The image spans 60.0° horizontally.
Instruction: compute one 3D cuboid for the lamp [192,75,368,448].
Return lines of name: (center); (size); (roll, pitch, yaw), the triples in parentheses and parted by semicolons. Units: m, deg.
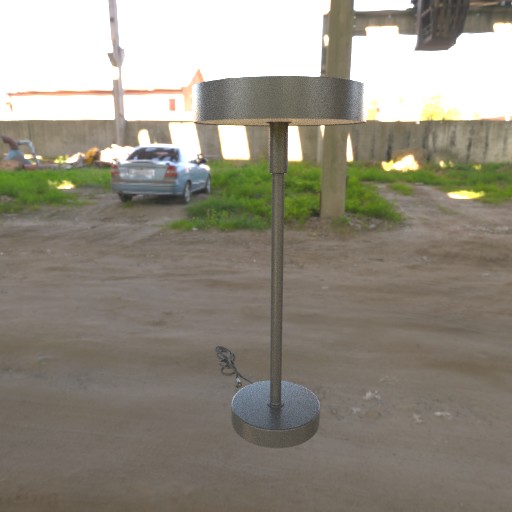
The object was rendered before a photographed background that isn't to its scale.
lamp: (0.000, 0.000, 0.708); (0.229, 0.508, 0.369); (-7, 16, -25)
